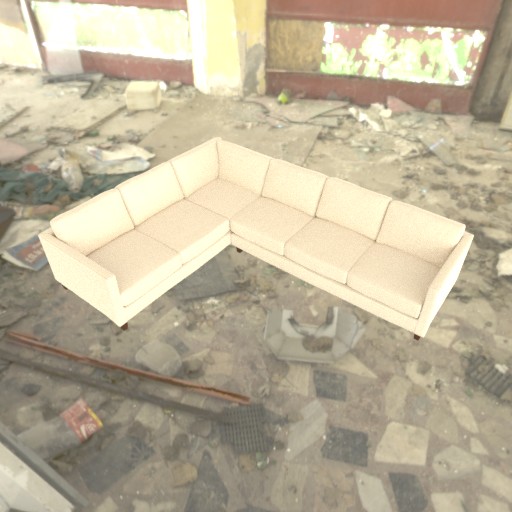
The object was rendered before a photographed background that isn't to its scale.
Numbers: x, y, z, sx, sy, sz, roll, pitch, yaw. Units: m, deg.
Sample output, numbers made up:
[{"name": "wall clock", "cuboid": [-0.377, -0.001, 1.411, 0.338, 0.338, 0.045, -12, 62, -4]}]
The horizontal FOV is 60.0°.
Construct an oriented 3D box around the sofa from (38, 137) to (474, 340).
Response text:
[{"name": "sofa", "cuboid": [0.000, 0.000, 4.187, 3.182, 0.863, 2.432, 26, 46, 28]}]
